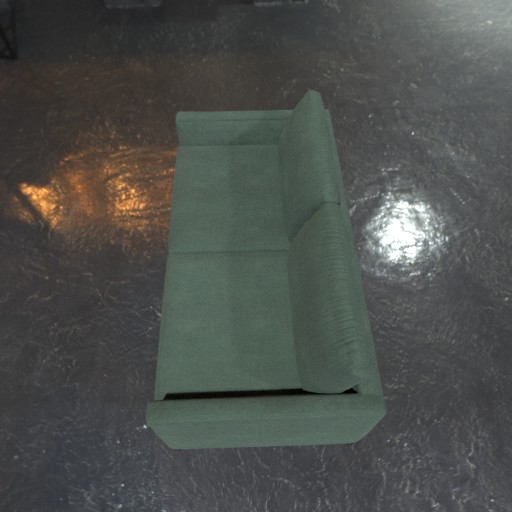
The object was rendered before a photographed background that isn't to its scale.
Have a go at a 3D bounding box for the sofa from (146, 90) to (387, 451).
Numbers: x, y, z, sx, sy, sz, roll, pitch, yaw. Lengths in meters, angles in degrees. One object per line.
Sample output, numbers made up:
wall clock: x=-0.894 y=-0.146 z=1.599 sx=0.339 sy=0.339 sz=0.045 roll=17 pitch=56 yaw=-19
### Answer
sofa: x=0.000 y=0.000 z=2.169 sx=0.875 sy=0.817 sz=1.676 roll=-2 pitch=57 yaw=-1
